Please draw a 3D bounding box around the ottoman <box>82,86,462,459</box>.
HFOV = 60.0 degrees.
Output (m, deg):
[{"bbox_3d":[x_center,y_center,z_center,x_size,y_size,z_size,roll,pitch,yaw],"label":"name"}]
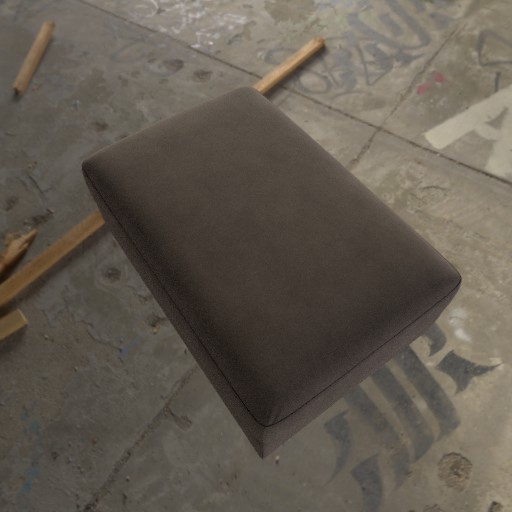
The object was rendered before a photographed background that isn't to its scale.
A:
[{"bbox_3d":[0.000,0.000,1.225,0.584,0.483,0.864,-31,63,-18],"label":"ottoman"}]
